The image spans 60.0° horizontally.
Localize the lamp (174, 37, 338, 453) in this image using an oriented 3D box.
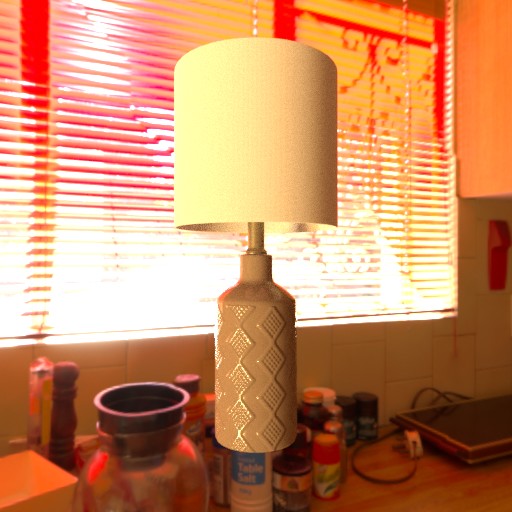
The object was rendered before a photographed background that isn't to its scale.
[{"bbox_3d":[0.000,0.000,0.569,0.207,0.461,0.207,0,0,36],"label":"lamp"}]
